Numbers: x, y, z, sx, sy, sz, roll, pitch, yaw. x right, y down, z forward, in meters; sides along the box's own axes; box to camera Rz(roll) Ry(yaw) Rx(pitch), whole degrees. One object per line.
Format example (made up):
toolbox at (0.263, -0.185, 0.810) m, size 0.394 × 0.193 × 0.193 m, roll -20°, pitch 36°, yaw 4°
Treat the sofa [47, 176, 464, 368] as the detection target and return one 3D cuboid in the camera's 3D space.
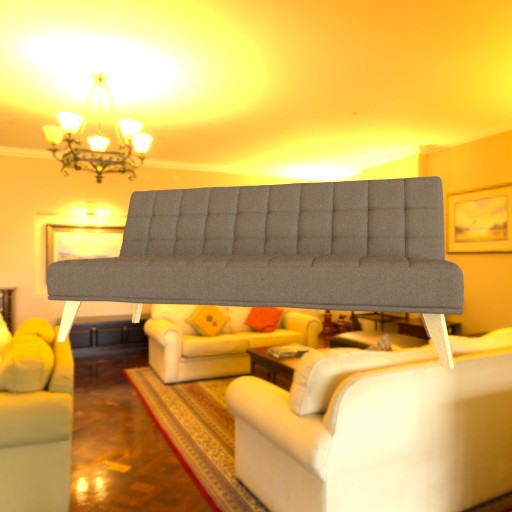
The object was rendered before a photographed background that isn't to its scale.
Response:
sofa at (0.000, 0.000, 2.210) m, size 1.800 × 0.810 × 0.860 m, roll 0°, pitch 0°, yaw 17°
